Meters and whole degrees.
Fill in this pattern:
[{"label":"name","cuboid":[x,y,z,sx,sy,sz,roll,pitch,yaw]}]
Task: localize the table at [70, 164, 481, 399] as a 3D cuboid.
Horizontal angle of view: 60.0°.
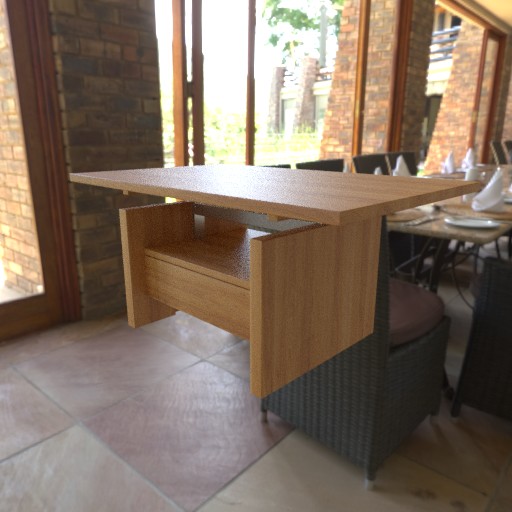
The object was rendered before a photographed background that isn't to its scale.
[{"label":"table","cuboid":[0.000,0.000,1.453,1.100,0.510,0.700,15,21,42]}]
